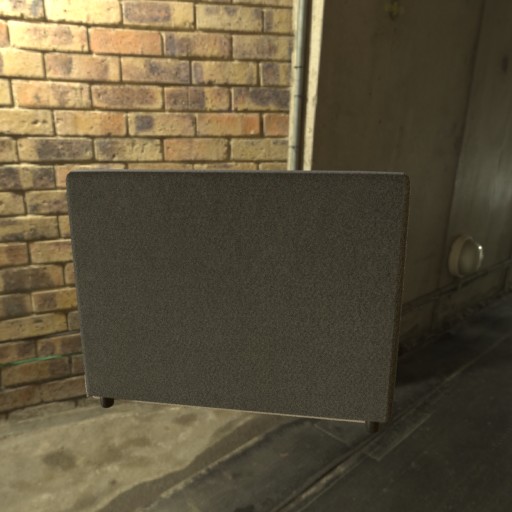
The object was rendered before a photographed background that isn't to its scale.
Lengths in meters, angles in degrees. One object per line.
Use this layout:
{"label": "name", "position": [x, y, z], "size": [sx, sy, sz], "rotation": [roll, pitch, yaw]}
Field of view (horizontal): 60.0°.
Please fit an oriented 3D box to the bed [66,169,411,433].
{"label": "bed", "position": [0.000, 0.000, 3.220], "size": [1.723, 1.330, 2.142], "rotation": [2, 14, 9]}
